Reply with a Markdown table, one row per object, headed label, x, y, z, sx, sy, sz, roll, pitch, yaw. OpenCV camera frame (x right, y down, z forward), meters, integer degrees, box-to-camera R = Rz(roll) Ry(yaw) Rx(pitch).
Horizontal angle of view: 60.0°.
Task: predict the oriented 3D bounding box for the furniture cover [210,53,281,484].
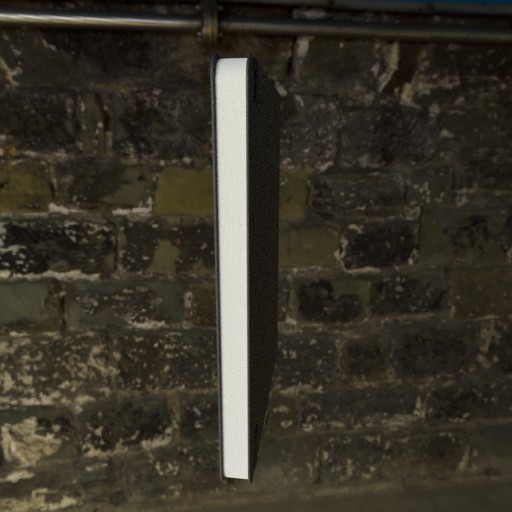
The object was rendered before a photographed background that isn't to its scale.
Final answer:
| label | x | y | z | sx | sy | sz | roll | pitch | yaw |
| --- | --- | --- | --- | --- | --- | --- | --- | --- | --- |
| furniture cover | 0.000 | 0.000 | 0.374 | 0.023 | 0.281 | 0.216 | 2 | 14 | 7 |
